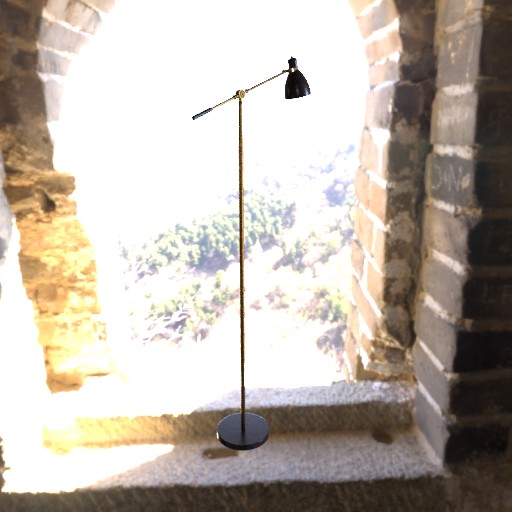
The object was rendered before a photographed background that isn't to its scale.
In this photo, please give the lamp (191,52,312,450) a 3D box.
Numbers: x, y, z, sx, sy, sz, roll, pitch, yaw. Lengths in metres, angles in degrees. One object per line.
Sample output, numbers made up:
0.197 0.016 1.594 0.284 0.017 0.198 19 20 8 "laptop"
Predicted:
0.000 0.000 1.859 0.235 1.628 0.618 14 20 43 "lamp"
